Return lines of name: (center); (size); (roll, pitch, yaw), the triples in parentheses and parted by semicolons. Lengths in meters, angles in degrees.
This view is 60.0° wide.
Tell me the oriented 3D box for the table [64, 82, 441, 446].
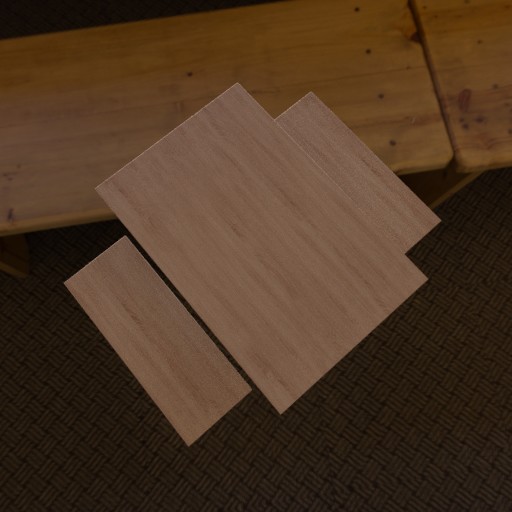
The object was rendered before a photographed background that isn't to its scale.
table: (0.000, 0.000, 2.027); (1.443, 0.700, 1.100); (-40, 79, -9)
